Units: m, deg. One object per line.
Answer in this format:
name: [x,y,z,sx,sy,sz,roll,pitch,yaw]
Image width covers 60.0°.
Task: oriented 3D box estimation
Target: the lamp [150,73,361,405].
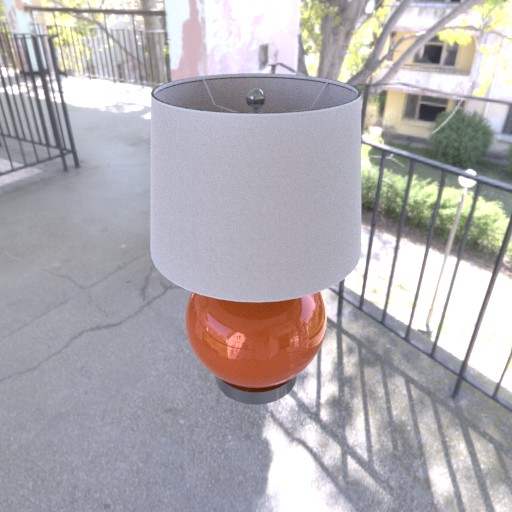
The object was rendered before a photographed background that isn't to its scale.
lamp: [0.000,0.000,0.539,0.247,0.387,0.247,0,31,0]
